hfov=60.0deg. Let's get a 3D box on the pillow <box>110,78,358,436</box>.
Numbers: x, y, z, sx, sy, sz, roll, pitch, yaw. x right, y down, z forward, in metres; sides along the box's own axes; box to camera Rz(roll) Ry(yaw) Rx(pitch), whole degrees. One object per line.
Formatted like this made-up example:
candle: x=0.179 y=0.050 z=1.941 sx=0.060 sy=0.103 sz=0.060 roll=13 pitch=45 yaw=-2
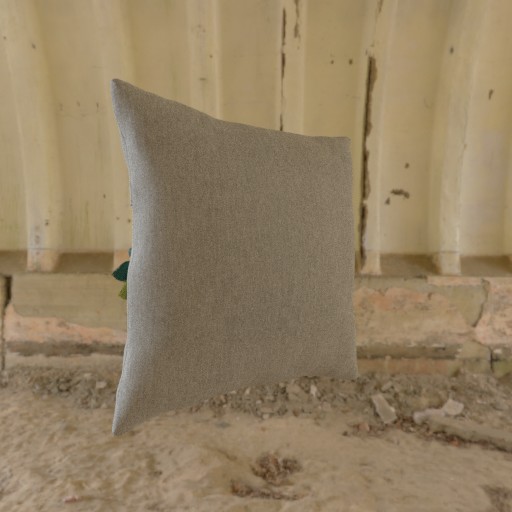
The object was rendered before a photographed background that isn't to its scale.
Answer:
pillow: x=0.000 y=0.000 z=0.664 sx=0.433 sy=0.436 sz=0.173 roll=1 pitch=-2 yaw=-36
